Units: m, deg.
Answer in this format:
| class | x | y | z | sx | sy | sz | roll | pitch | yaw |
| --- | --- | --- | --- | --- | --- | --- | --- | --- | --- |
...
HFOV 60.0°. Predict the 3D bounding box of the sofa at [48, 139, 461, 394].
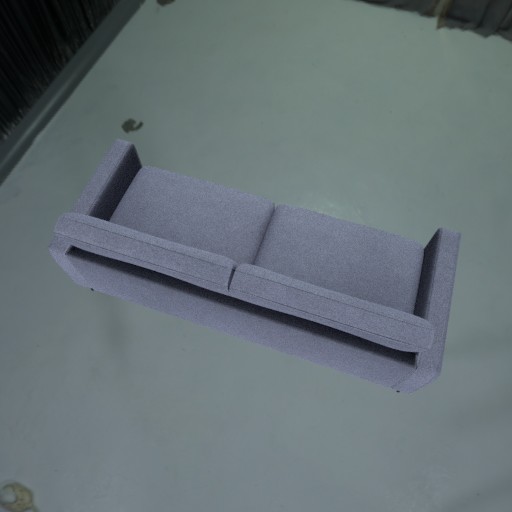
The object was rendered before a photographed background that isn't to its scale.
| class | x | y | z | sx | sy | sz | roll | pitch | yaw |
| --- | --- | --- | --- | --- | --- | --- | --- | --- | --- |
| sofa | 0.000 | 0.000 | 2.335 | 1.925 | 0.828 | 0.774 | 17 | 64 | 9 |
